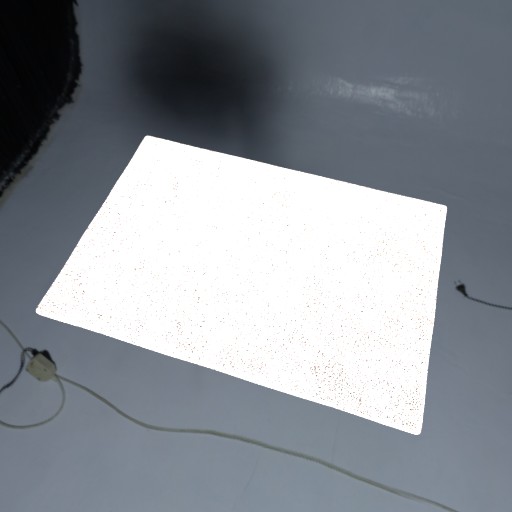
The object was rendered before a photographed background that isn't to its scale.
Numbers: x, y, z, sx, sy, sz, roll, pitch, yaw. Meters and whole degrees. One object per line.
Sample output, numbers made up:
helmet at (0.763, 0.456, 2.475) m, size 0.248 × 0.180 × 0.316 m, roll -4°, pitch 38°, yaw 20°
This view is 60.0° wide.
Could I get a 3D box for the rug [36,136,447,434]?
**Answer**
rug at (0.000, 0.000, 2.233) m, size 1.778 × 0.030 × 1.219 m, roll 15°, pitch 60°, yaw 9°
